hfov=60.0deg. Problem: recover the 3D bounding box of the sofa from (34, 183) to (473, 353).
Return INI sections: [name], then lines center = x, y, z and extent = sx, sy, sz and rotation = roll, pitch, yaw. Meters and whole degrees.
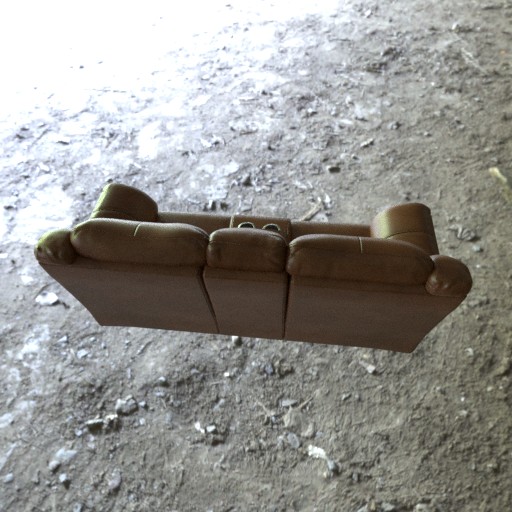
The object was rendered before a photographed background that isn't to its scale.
[sofa]
center = 0.000, 0.000, 2.558
extent = 2.058, 1.043, 0.991
rotation = 4, 47, 4
